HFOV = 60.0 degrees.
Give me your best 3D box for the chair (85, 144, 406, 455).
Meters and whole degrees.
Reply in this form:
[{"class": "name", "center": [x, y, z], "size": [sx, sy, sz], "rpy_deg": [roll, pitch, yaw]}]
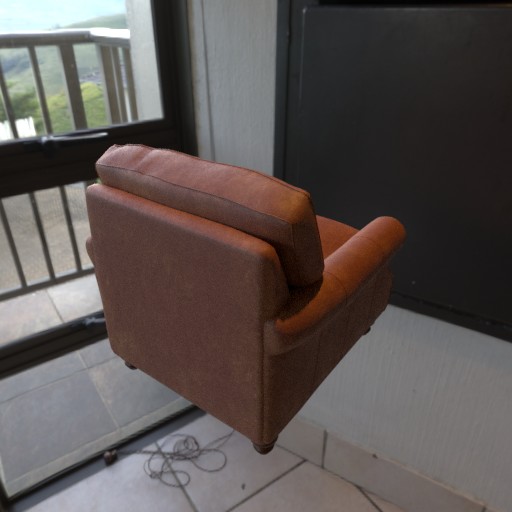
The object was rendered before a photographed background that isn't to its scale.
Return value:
[{"class": "chair", "center": [0.000, 0.000, 1.794], "size": [0.983, 0.962, 0.986], "rpy_deg": [20, 35, 31]}]
